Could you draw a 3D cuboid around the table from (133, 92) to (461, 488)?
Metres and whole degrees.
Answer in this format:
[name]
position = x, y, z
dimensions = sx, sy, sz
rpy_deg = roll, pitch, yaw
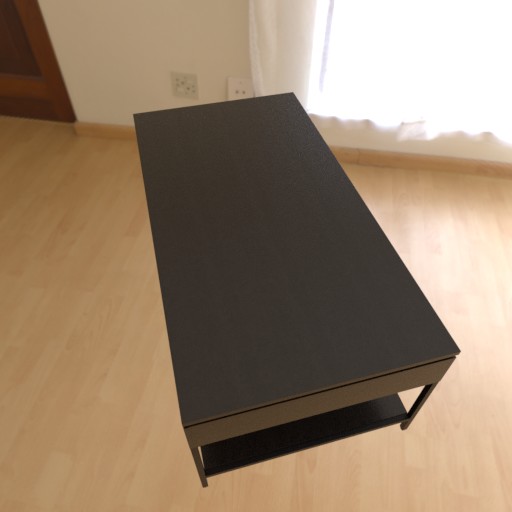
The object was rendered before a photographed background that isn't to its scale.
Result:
[table]
position = 0.000, 0.000, 1.369
dimensions = 0.574, 0.435, 1.095
rpy_deg = -11, 49, -10
